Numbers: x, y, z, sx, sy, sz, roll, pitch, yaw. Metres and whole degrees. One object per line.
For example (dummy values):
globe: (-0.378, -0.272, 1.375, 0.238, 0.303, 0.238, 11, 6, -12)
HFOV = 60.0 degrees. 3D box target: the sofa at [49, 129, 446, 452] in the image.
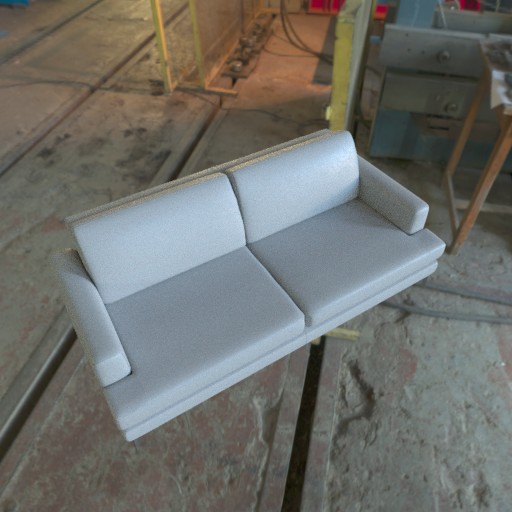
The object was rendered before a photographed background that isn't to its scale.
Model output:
sofa: (0.000, 0.000, 2.399, 1.940, 0.765, 0.974, -24, 50, -22)
